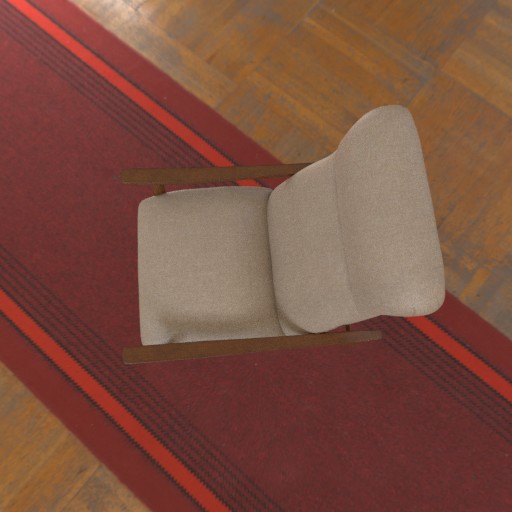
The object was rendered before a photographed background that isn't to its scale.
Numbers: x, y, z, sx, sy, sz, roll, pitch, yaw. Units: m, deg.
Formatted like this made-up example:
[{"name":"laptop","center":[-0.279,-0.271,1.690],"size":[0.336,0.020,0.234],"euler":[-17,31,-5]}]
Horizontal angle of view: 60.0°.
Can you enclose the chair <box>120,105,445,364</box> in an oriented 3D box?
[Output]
[{"name":"chair","center":[0.000,0.000,1.776],"size":[1.030,1.082,0.762],"euler":[-5,76,-1]}]
